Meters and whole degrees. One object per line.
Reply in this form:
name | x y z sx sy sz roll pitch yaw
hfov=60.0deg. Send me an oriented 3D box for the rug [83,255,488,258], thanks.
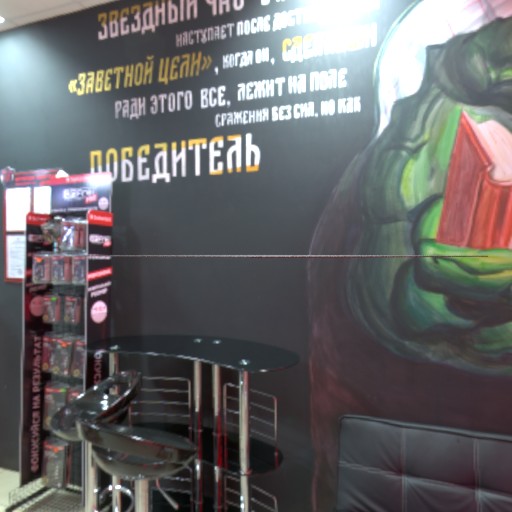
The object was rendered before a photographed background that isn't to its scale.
rug | 0.000 0.000 5.180 2.894 0.011 3.957 0 0 -36
